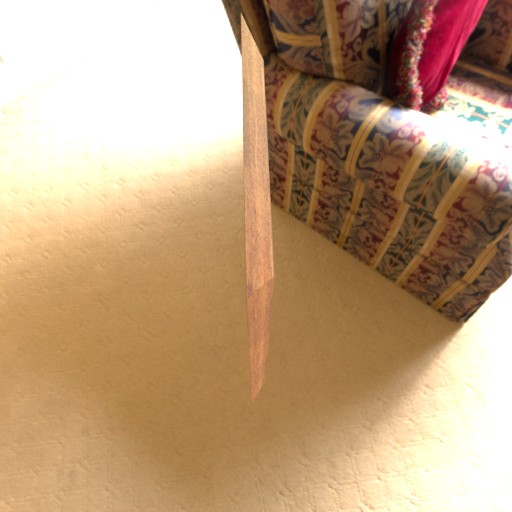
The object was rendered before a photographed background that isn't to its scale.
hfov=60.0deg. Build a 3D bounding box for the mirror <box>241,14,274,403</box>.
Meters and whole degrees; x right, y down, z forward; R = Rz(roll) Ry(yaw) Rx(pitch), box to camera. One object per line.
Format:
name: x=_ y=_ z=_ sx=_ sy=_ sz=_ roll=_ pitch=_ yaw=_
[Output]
mirror: x=0.000 y=0.000 z=1.246 sx=0.047 sy=1.010 sz=0.651 roll=-1 pitch=63 yaw=-1
